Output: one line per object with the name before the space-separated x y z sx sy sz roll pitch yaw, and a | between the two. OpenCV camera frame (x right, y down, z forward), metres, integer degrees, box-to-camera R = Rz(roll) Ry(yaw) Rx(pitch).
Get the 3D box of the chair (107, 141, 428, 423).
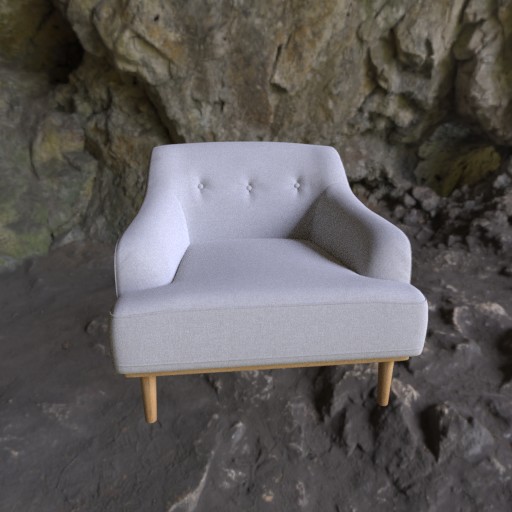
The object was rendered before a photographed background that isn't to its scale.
chair | 0.000 0.000 1.678 0.946 0.818 0.951 -2 16 -7
